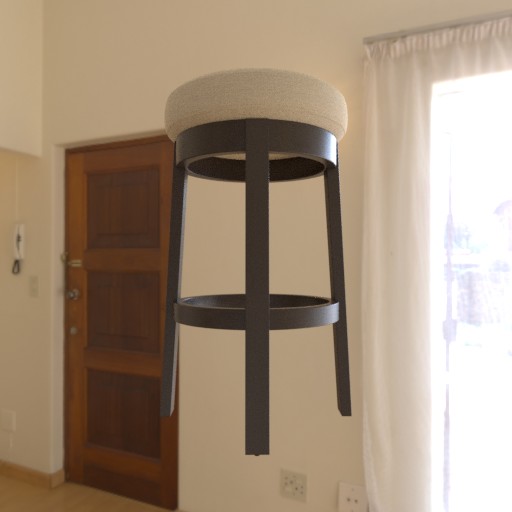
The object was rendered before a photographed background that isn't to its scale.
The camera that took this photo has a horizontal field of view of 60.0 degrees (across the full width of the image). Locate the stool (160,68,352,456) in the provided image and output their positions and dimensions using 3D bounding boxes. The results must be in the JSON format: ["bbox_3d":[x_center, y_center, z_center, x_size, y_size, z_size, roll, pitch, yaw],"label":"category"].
[{"bbox_3d":[0.000,0.000,1.055,0.446,0.758,0.446,0,0,0],"label":"stool"}]
